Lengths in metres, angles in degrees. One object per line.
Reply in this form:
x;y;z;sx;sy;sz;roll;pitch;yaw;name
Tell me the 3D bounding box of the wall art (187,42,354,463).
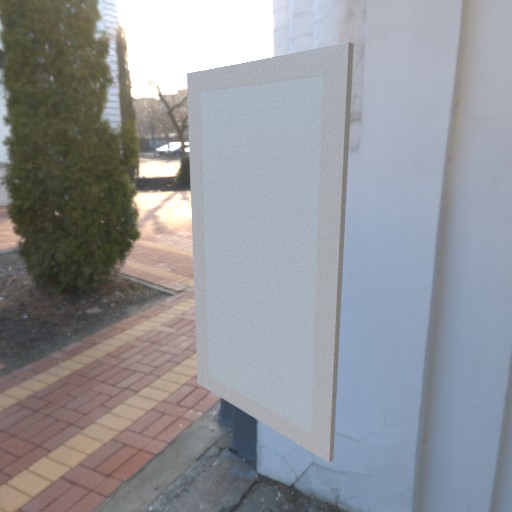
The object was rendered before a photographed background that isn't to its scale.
0.000;0.000;0.834;0.013;0.683;0.380;-13;19;-43;wall art
